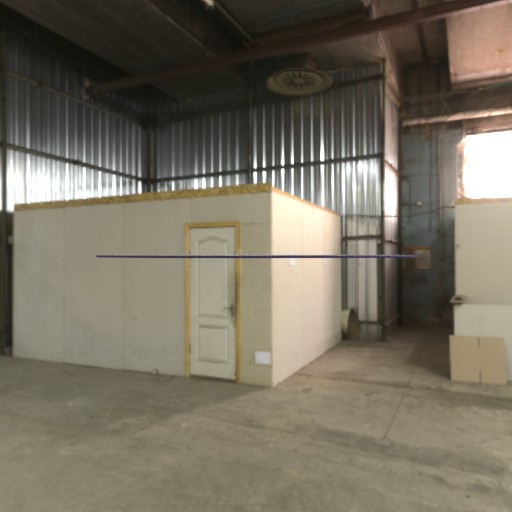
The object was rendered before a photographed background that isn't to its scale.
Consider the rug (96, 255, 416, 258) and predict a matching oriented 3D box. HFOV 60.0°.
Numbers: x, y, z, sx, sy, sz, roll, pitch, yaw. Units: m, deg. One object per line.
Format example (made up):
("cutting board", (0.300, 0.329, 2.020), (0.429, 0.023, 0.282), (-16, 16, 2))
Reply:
("rug", (0.000, 0.000, 3.512), (2.386, 0.014, 2.386), (0, 0, 0))
